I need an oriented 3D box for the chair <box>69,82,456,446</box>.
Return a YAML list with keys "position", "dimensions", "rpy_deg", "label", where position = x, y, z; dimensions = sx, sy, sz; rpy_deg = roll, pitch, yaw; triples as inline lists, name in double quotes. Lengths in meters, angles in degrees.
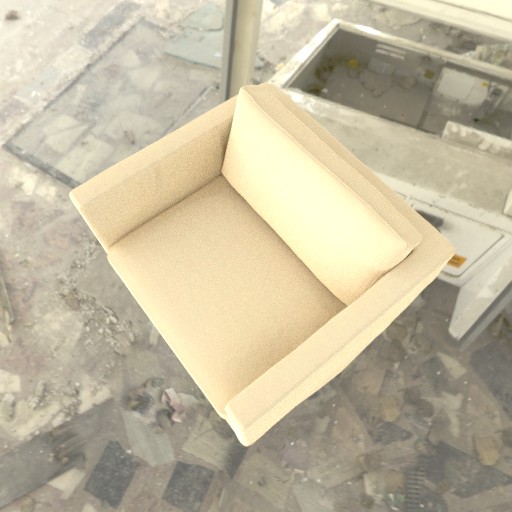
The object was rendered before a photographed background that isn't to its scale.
- position: [0.000, 0.000, 1.774]
  dimensions: [0.947, 0.851, 1.057]
  rpy_deg: [-36, 69, -16]
  label: "chair"
